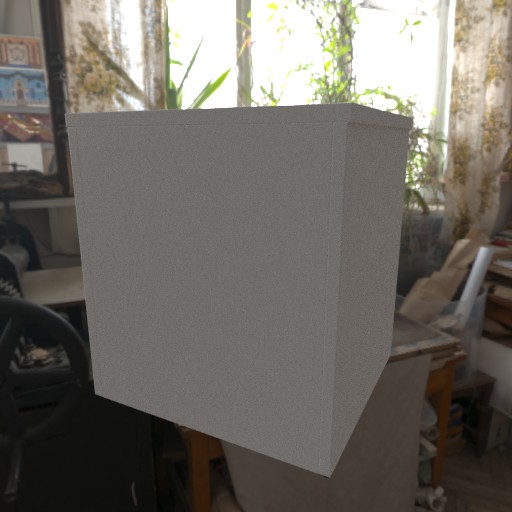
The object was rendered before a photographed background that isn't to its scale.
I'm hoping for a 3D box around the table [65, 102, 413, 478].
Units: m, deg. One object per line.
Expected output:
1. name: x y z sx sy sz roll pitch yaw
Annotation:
1. table: 0.000 0.000 0.762 0.420 0.460 0.380 8 17 27
